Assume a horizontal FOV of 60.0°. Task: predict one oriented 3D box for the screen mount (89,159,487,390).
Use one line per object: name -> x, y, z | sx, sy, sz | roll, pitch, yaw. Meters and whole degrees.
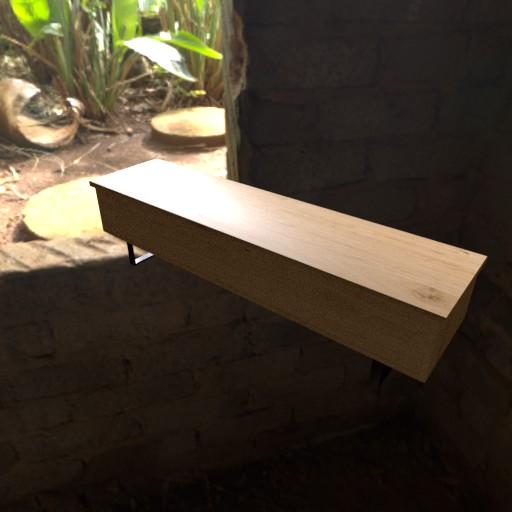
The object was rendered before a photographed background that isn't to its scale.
screen mount -> 0.000, 0.000, 1.944 | 1.700, 0.430, 0.450 | 22, 37, 32
